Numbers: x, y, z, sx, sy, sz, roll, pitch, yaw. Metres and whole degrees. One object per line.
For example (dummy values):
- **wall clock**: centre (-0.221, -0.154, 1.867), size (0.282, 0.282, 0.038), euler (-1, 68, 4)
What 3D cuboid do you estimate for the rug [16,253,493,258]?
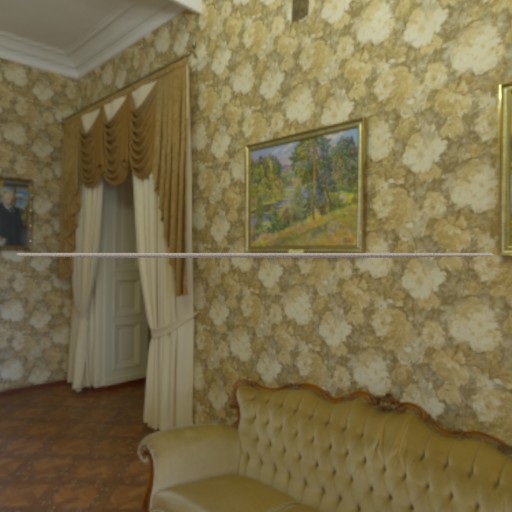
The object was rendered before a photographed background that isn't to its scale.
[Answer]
- **rug**: centre (0.000, 0.000, 2.876), size (2.294, 0.014, 1.528), euler (0, -1, -1)
